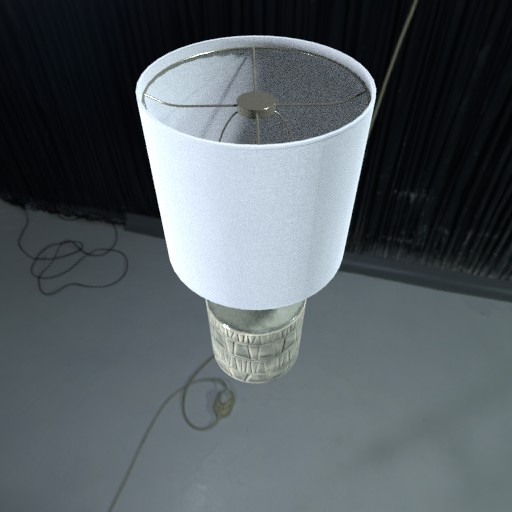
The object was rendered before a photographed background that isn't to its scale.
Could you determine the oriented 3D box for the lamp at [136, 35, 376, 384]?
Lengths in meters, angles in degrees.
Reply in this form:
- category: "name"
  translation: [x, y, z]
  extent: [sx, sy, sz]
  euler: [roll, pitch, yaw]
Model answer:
- category: "lamp"
  translation: [0.000, 0.000, 0.560]
  extent: [0.211, 0.455, 0.211]
  euler: [9, 47, 8]
